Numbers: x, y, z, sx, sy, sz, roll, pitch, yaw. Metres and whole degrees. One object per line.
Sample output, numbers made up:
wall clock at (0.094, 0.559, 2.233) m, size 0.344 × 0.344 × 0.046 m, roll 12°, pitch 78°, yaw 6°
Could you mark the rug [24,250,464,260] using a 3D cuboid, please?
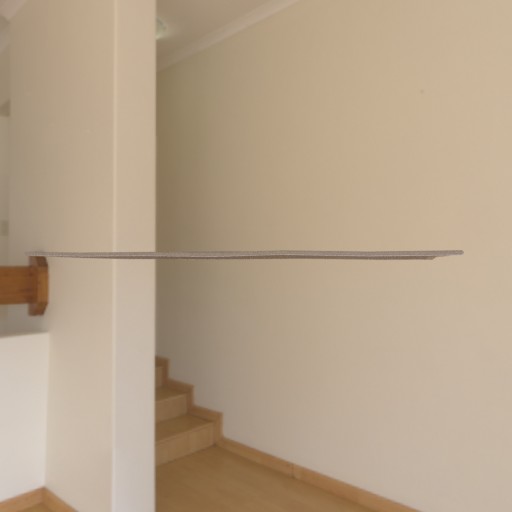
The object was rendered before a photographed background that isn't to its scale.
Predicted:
rug at (0.000, 0.000, 2.327) m, size 1.829 × 0.034 × 1.252 m, roll 0°, pitch -1°, yaw 17°
